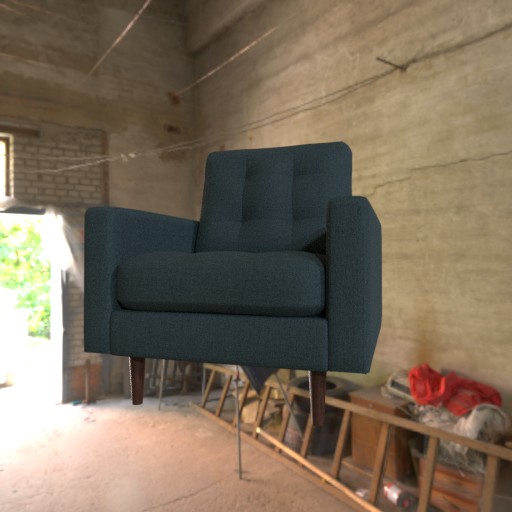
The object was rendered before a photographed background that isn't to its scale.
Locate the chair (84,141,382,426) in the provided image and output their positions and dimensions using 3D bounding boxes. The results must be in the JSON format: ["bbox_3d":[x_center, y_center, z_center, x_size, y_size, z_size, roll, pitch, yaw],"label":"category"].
[{"bbox_3d":[0.000,0.000,1.544,0.821,0.880,0.843,0,0,18],"label":"chair"}]
